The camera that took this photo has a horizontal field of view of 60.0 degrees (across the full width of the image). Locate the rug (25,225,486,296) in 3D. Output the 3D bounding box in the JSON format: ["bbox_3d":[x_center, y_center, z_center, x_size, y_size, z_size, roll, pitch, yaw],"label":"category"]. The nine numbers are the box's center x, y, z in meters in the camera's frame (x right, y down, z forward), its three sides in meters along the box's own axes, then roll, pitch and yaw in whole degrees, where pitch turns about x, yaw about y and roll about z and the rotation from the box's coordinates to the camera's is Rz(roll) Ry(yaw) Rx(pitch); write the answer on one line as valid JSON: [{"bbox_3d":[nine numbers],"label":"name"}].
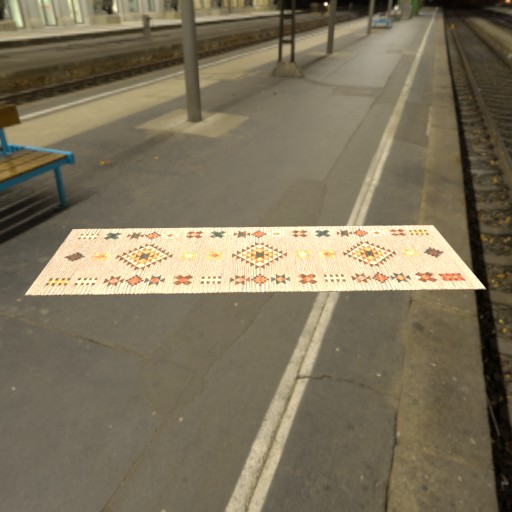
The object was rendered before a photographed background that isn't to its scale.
[{"bbox_3d":[0.000,0.000,2.665,2.432,0.008,0.766,-1,30,-1],"label":"rug"}]
